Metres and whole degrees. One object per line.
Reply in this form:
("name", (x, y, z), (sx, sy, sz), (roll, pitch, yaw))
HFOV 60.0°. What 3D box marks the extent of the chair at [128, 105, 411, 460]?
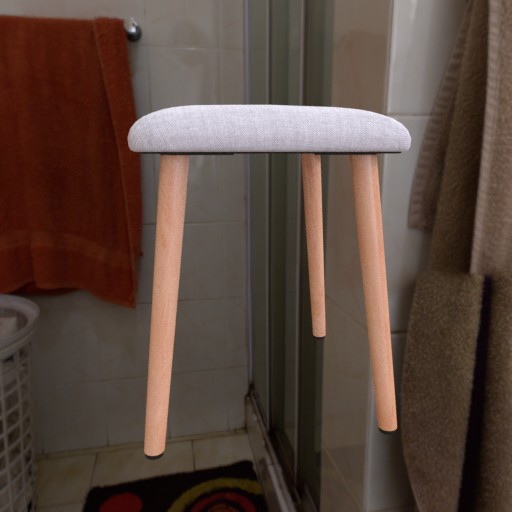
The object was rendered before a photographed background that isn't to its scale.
("chair", (0.000, 0.000, 0.698), (0.350, 0.440, 0.350), (-2, 14, -9))
